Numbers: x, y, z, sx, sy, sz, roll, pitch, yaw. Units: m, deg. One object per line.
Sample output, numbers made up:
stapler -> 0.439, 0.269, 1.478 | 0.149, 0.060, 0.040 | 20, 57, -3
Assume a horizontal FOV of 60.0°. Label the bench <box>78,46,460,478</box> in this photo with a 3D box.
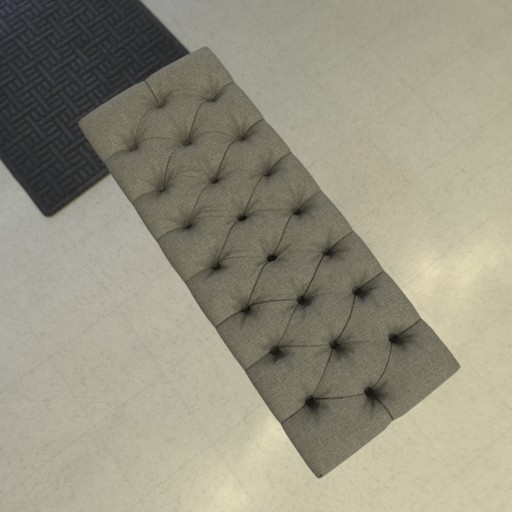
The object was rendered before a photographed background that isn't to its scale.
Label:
bench -> 0.000, 0.000, 1.275 | 0.417, 0.470, 1.052 | -34, 78, -8
